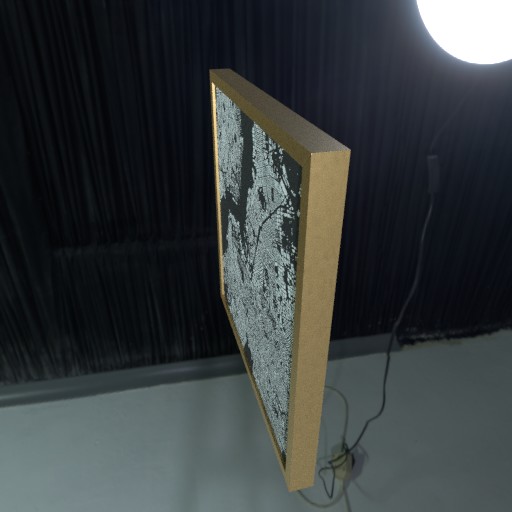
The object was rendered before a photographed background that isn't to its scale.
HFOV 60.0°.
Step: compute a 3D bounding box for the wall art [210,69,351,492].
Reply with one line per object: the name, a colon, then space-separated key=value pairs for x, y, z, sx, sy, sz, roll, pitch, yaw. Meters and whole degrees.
wall art: x=0.000 y=0.000 z=1.856 sx=0.095 sy=1.284 sz=1.284 roll=-8 pitch=32 yaw=-13
